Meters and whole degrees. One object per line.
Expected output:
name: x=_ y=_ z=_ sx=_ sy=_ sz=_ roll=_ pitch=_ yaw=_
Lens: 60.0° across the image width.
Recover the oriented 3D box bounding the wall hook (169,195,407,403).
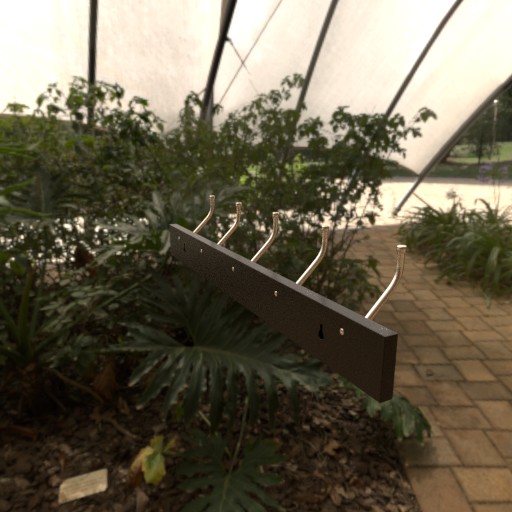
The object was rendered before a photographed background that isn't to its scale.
wall hook: x=0.000 y=0.000 z=0.613 sx=0.071 sy=0.117 sz=0.571 roll=-7 pitch=16 yaw=-27
